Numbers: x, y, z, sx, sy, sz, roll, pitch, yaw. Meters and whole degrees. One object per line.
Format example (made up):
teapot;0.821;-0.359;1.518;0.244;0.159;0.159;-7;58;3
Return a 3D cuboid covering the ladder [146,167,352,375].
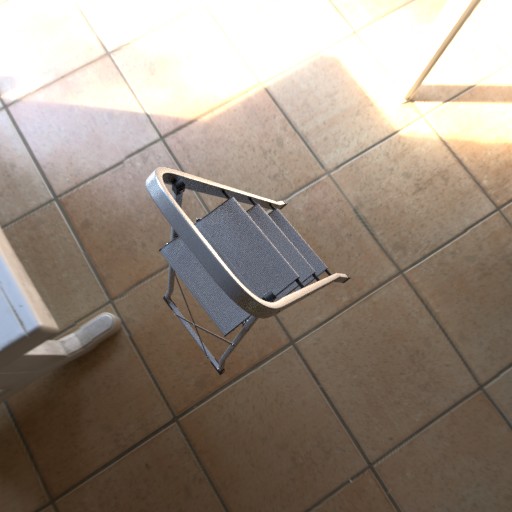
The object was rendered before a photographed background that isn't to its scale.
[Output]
ladder;0.000;0.000;1.419;0.704;1.070;0.465;-37;79;-9
